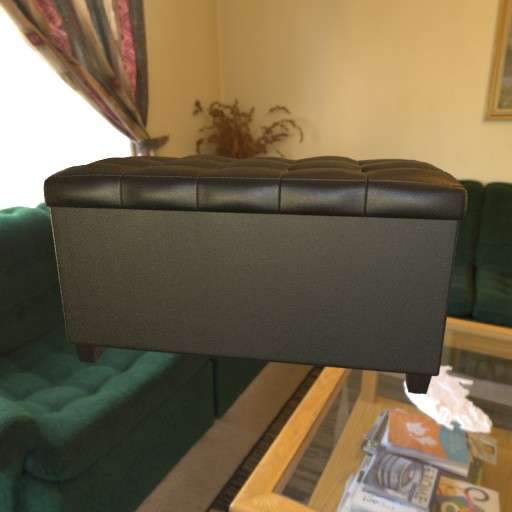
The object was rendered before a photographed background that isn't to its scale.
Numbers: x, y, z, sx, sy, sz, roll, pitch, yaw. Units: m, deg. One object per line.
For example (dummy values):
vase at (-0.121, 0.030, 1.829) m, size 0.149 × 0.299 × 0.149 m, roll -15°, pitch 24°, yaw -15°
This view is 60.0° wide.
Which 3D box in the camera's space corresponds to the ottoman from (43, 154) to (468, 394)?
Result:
ottoman at (0.000, 0.000, 1.095) m, size 0.838 × 0.470 × 0.432 m, roll 3°, pitch 17°, yaw 9°
